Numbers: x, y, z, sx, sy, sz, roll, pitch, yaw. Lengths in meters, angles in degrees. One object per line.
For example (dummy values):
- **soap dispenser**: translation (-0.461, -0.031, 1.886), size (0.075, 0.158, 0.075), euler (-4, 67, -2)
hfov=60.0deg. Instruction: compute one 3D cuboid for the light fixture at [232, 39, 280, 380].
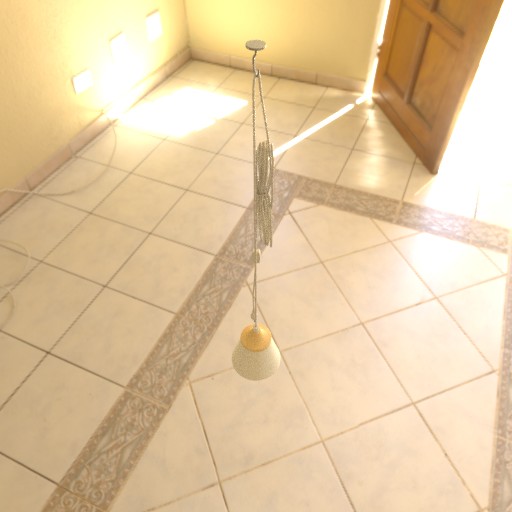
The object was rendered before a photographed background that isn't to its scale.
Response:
- **light fixture**: translation (0.000, 0.000, 1.032), size (0.153, 0.966, 0.153), euler (11, 49, 9)
